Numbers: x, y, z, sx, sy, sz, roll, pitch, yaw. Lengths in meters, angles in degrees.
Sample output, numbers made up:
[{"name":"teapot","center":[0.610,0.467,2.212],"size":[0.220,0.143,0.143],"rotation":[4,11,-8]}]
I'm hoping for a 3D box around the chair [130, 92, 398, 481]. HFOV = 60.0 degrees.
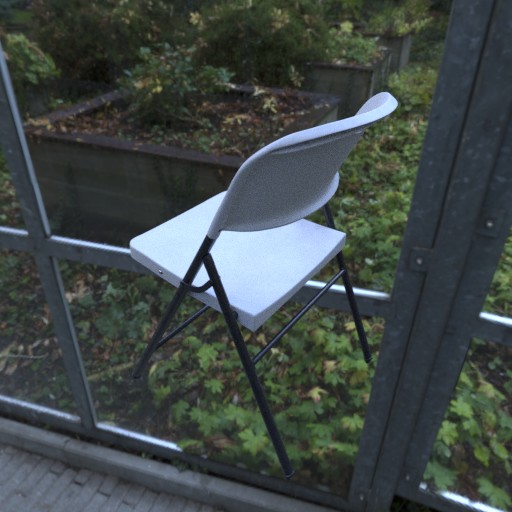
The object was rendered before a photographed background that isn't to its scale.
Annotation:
[{"name":"chair","center":[0.000,0.000,1.128],"size":[0.566,0.810,0.494],"rotation":[21,37,30]}]
